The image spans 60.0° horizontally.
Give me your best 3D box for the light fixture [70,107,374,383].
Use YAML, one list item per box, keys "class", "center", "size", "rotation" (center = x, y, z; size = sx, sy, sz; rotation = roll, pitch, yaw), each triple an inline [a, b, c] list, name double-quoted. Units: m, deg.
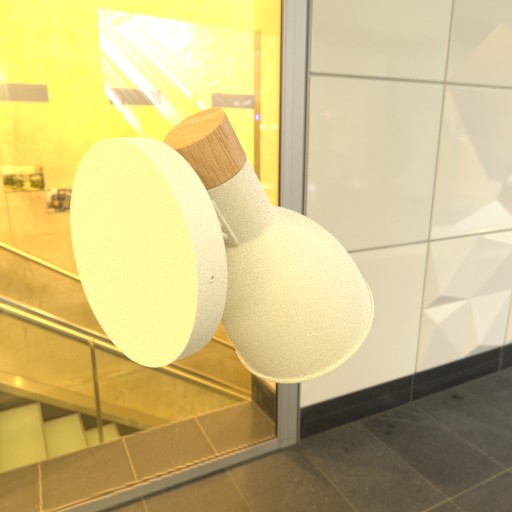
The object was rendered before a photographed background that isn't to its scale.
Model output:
- class: "light fixture"
  center: [0.000, 0.000, 0.318]
  size: [0.127, 0.199, 0.209]
  rotation: [14, 20, 42]
